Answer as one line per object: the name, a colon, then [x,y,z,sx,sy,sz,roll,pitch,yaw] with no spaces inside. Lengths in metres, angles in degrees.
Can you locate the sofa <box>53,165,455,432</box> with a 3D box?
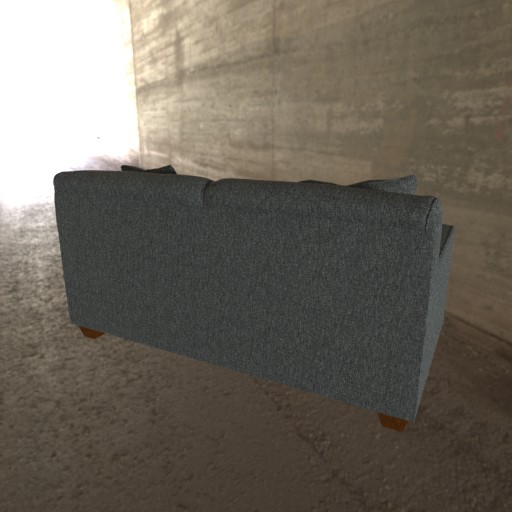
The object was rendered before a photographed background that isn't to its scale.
sofa: [0.000,0.000,2.342,1.846,0.958,0.998,9,19,27]
